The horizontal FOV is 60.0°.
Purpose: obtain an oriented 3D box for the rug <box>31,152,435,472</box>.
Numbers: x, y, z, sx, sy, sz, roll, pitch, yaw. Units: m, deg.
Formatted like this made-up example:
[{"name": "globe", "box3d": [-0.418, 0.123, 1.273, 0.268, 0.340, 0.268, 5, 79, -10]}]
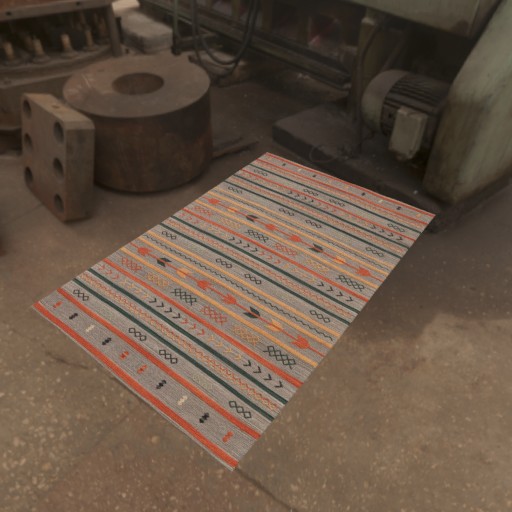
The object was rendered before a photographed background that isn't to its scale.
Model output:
[{"name": "rug", "box3d": [0.000, 0.000, 2.307, 1.220, 0.017, 1.835, 27, 48, 27]}]
